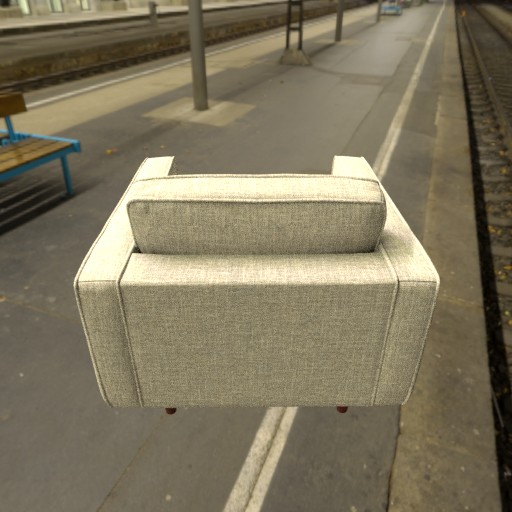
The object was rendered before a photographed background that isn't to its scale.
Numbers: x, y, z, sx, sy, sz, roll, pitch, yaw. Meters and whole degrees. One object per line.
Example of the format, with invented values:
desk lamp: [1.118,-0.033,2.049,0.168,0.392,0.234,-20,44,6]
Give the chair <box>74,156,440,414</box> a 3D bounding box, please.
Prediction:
chair: [0.000,0.000,1.512,0.889,0.765,0.914,0,32,0]
